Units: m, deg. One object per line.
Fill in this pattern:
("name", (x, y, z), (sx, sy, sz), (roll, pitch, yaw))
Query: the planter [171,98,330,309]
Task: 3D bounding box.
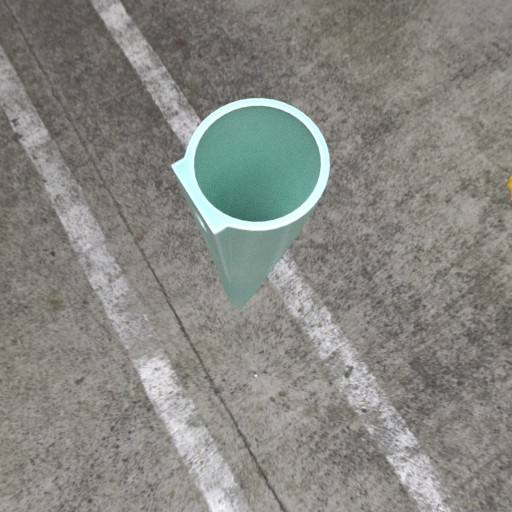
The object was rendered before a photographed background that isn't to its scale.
("planter", (0.000, 0.000, 0.293), (0.055, 0.268, 0.054), (-31, 77, -8))
